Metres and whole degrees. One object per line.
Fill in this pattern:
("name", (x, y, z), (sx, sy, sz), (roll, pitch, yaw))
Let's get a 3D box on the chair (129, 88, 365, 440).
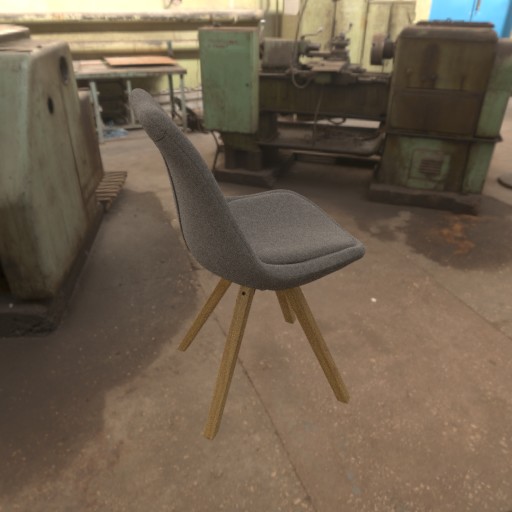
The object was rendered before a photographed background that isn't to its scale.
("chair", (0.000, 0.000, 1.222), (0.550, 0.865, 0.483), (-10, 31, -17))
